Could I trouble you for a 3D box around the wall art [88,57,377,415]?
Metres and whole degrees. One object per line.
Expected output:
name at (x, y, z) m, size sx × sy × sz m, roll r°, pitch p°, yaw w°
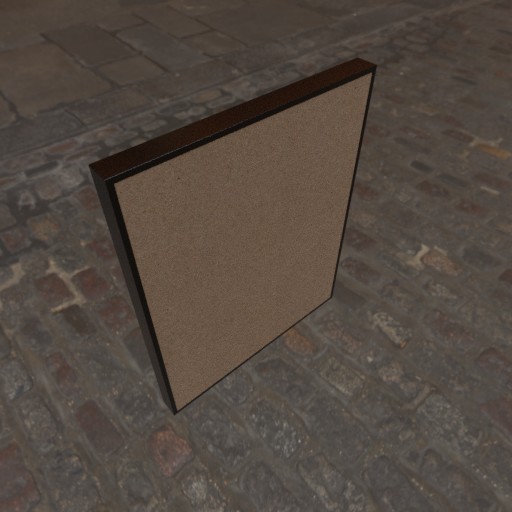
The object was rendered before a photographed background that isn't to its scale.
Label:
wall art at (0.000, 0.000, 0.769) m, size 0.448 × 0.551 × 0.038 m, roll -32°, pitch 53°, yaw -27°
